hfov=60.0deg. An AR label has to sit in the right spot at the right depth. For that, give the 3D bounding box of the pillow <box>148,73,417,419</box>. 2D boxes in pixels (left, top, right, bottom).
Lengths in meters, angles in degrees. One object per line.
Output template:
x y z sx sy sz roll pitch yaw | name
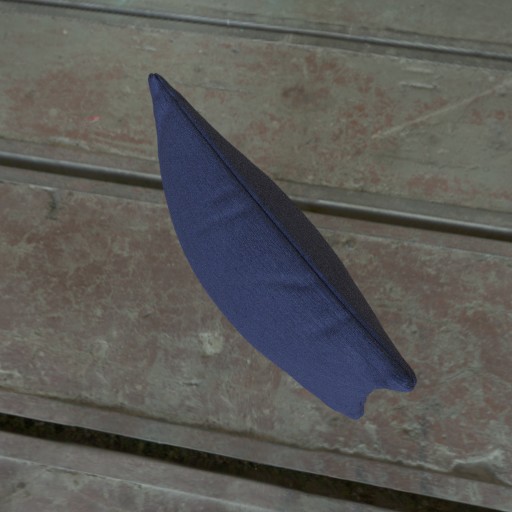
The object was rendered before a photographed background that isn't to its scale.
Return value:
0.000 0.000 0.777 0.210 0.338 0.633 -33 69 -14 | pillow
